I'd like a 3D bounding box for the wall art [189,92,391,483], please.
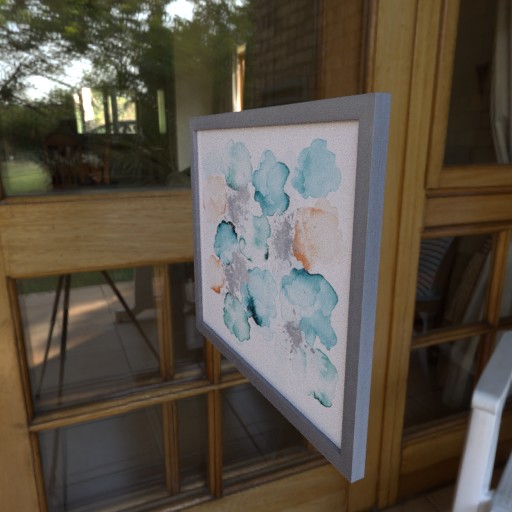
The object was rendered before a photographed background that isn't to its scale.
[{"bbox_3d":[0.000,0.000,0.889,0.026,0.558,0.660,-8,16,-27],"label":"wall art"}]
